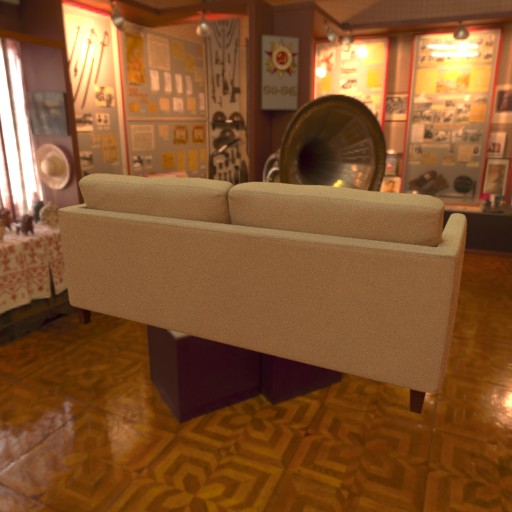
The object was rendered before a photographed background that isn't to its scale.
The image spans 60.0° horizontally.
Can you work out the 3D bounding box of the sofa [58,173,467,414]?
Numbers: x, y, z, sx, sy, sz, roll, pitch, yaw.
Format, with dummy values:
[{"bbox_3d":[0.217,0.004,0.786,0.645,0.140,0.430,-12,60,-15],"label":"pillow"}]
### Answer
[{"bbox_3d":[0.000,0.000,2.593,2.181,0.932,0.948,8,18,26],"label":"sofa"}]
